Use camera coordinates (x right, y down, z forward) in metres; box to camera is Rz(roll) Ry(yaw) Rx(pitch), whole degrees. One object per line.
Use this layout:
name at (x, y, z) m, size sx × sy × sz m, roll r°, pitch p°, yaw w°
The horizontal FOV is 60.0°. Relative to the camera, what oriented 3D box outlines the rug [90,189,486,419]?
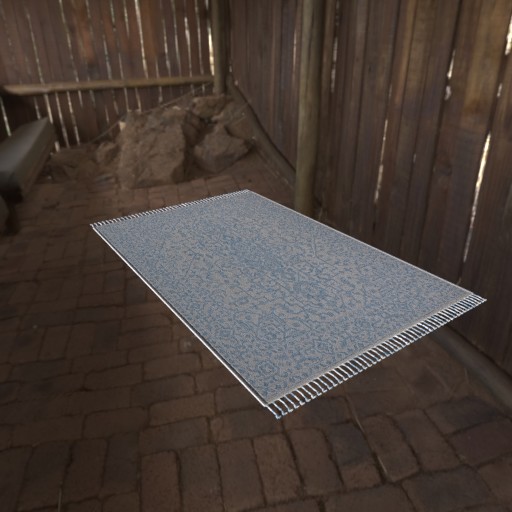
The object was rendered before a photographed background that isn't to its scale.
rug at (0.000, 0.000, 3.041) m, size 1.524 × 0.010 × 2.438 m, roll -18°, pitch 32°, yaw -31°
